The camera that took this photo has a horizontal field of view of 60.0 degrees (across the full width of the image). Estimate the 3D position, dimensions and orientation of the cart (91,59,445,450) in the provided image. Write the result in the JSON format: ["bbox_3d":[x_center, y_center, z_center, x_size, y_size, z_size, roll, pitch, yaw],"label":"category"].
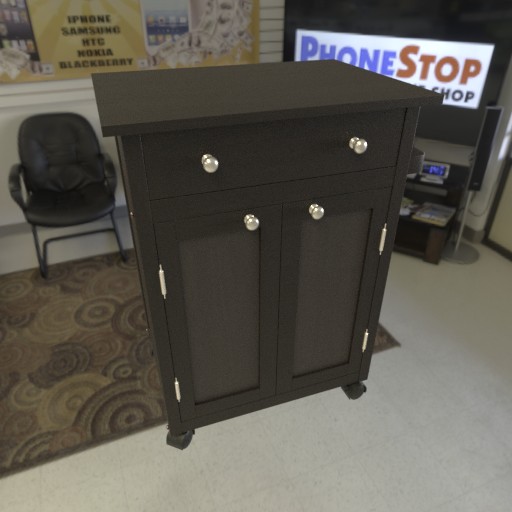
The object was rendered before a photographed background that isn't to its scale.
[{"bbox_3d":[0.000,0.000,1.184,0.660,0.879,0.456,-11,34,-16],"label":"cart"}]
